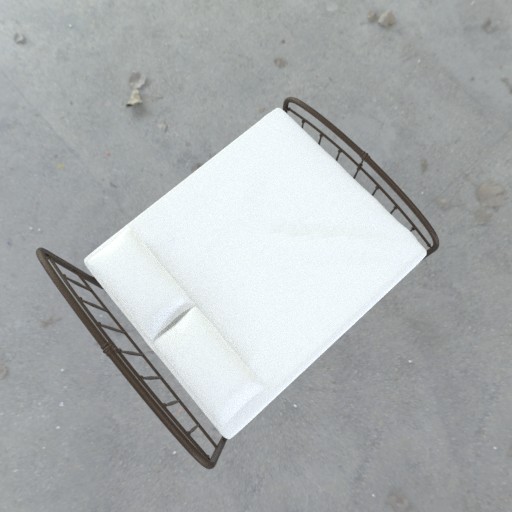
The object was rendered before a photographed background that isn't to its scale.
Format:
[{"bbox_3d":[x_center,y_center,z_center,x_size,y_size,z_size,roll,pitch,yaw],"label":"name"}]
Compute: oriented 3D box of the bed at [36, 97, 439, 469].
[{"bbox_3d":[0.000,0.000,3.220,2.180,1.425,1.711,-40,79,-10],"label":"bed"}]
